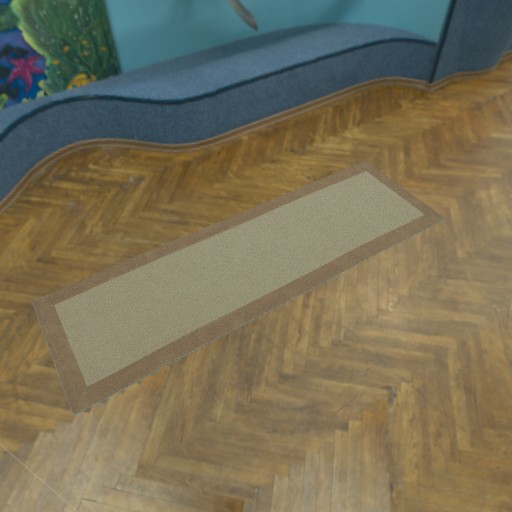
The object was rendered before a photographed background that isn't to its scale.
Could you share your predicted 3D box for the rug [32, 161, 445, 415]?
[{"bbox_3d":[0.000,0.000,2.651,2.430,0.012,0.767,-25,52,-21],"label":"rug"}]
